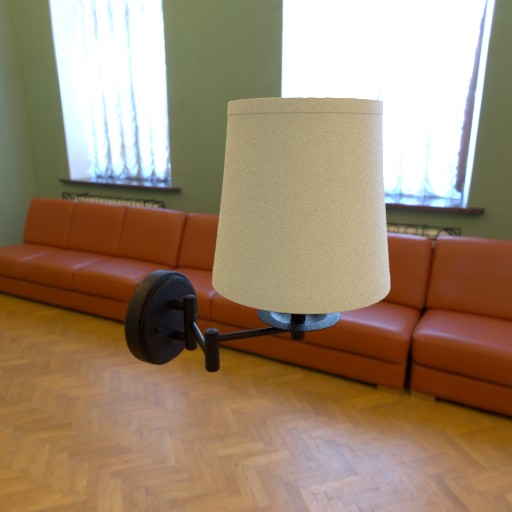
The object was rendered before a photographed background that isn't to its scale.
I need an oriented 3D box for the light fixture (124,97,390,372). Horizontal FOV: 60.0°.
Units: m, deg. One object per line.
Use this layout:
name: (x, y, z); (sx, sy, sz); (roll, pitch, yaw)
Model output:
light fixture: (0.000, 0.000, 0.265); (0.157, 0.172, 0.100); (8, 17, 26)
